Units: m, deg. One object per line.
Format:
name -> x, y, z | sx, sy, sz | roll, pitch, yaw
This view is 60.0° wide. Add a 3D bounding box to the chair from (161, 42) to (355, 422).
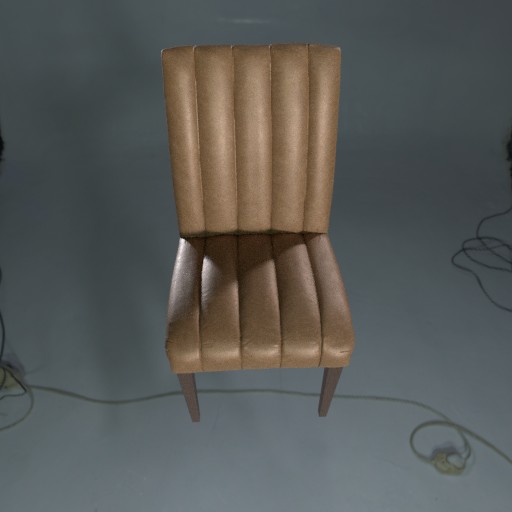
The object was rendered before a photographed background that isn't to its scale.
chair -> 0.000, 0.000, 1.340 | 0.511, 1.016, 0.647 | -2, 46, -2
